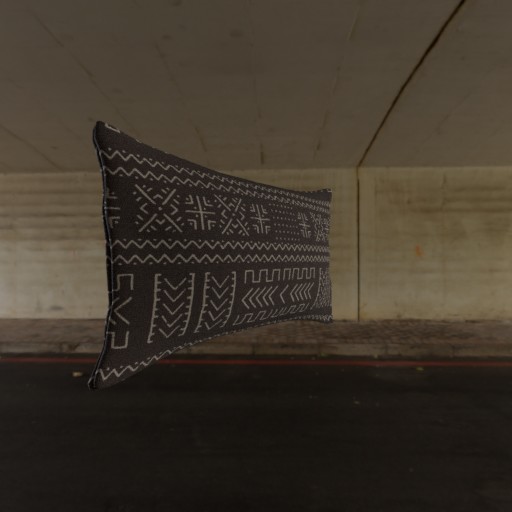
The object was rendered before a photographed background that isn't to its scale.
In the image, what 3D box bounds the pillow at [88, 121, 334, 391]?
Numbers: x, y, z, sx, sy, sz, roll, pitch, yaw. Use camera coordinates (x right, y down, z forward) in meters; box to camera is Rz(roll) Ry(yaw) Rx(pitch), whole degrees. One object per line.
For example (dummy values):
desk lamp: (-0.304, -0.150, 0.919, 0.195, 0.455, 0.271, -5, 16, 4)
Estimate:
pillow: (0.000, 0.000, 0.790, 0.135, 0.322, 0.667, 0, 0, 34)
